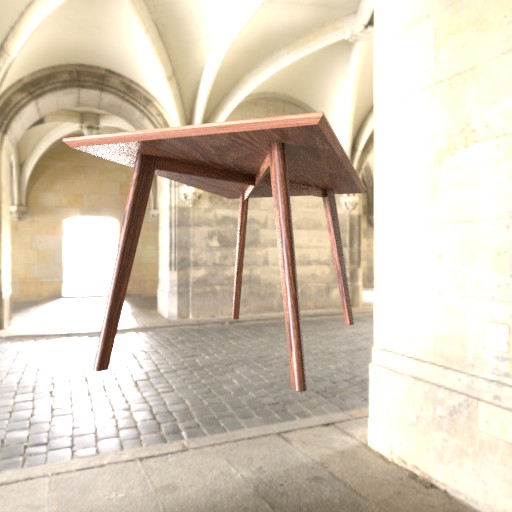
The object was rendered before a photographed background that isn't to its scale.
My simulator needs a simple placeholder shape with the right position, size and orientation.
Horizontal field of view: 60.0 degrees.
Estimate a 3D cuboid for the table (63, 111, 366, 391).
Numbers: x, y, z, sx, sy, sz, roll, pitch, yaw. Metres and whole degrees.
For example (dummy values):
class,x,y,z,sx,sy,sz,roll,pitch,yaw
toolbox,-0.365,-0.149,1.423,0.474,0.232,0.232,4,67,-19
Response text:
class,x,y,z,sx,sy,sz,roll,pitch,yaw
table,0.000,0.000,1.874,0.801,0.724,1.349,0,0,18
